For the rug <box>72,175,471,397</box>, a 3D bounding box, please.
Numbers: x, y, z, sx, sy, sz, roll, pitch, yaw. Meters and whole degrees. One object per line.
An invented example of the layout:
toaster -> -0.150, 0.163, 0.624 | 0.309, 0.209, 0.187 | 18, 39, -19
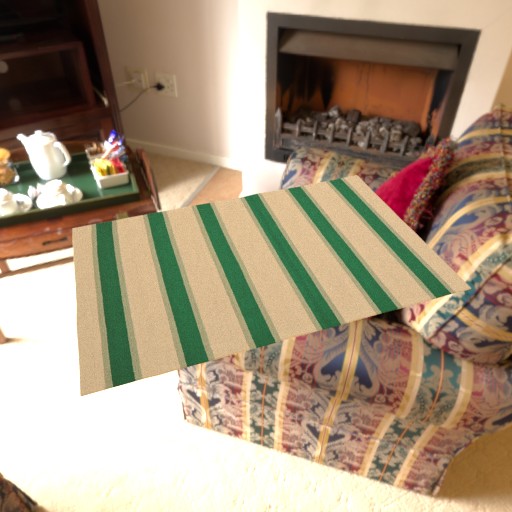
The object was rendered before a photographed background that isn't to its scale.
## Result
rug -> 0.000, 0.000, 3.122 | 2.436, 0.015, 1.521 | -13, 42, -14
